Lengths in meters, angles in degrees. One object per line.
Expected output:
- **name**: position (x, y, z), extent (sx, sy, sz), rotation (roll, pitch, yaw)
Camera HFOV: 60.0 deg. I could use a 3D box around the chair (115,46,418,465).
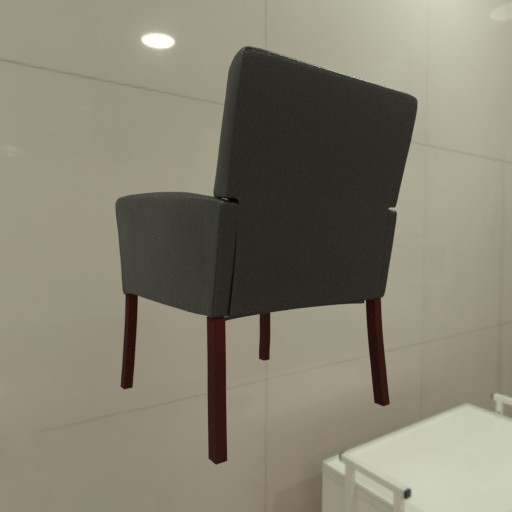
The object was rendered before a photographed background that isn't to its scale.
- **chair**: position (0.000, 0.000, 1.447), extent (0.683, 0.951, 0.772), rotation (-2, 3, -36)
